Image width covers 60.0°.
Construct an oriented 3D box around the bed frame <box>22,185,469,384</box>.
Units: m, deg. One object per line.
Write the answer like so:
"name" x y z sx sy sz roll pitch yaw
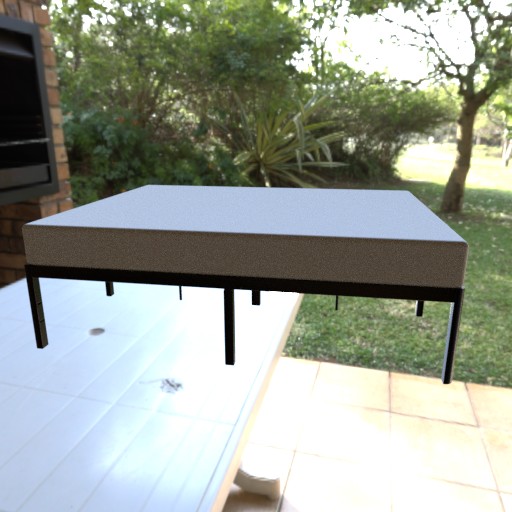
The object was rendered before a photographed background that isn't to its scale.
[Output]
"bed frame" 0.000 0.000 2.784 2.072 0.659 1.557 3 17 9
